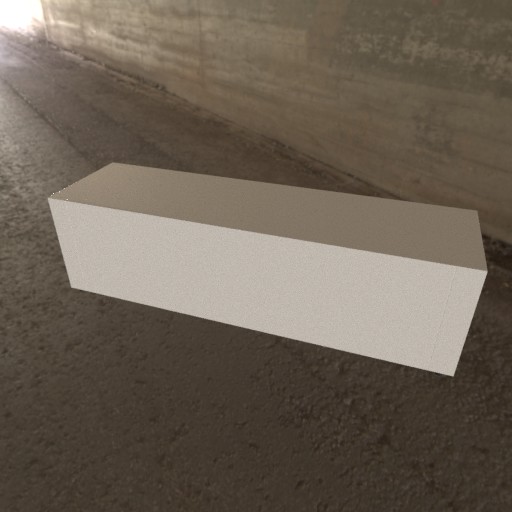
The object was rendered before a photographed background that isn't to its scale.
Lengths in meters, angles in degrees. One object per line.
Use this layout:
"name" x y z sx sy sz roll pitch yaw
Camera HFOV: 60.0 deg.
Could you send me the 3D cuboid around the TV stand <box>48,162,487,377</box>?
"TV stand" 0.000 0.000 1.717 1.500 0.440 0.410 10 33 16
